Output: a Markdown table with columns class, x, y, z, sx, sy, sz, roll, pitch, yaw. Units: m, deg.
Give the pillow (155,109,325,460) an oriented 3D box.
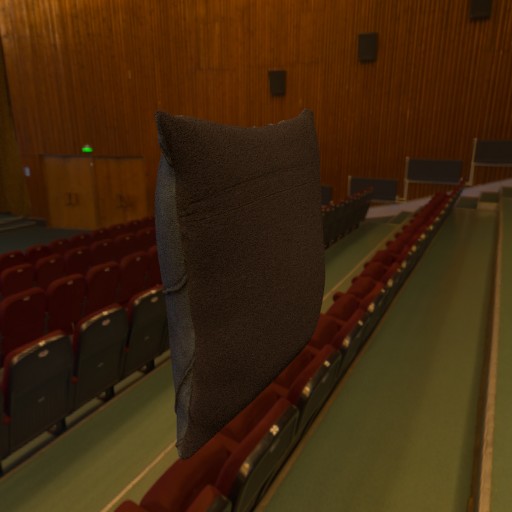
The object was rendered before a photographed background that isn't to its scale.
| class | x | y | z | sx | sy | sz | roll | pitch | yaw |
| --- | --- | --- | --- | --- | --- | --- | --- | --- | --- |
| pillow | 0.000 | 0.000 | 0.690 | 0.183 | 0.440 | 0.439 | 9 | 19 | 26 |
